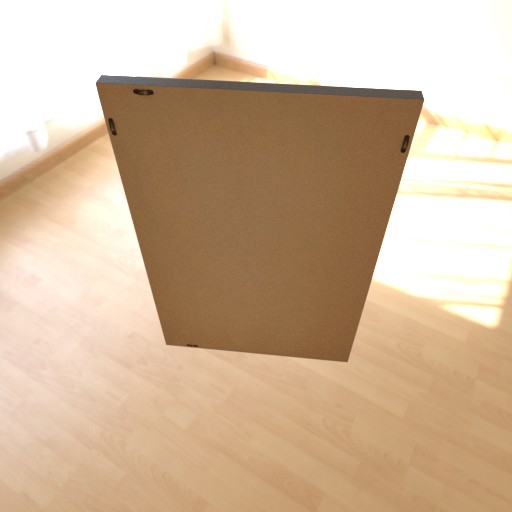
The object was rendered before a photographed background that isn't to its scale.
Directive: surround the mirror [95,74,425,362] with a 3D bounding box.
[{"bbox_3d":[0.000,0.000,1.156,0.609,0.915,0.040,5,47,4],"label":"mirror"}]
